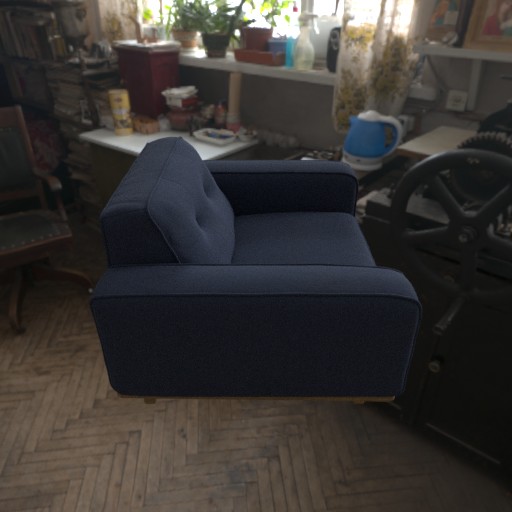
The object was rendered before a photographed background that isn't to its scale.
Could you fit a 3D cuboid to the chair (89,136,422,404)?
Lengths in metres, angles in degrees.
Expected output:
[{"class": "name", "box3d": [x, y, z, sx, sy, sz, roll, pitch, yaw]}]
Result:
[{"class": "chair", "box3d": [0.000, 0.000, 1.778, 0.953, 0.783, 1.118, 0, 32, 0]}]
